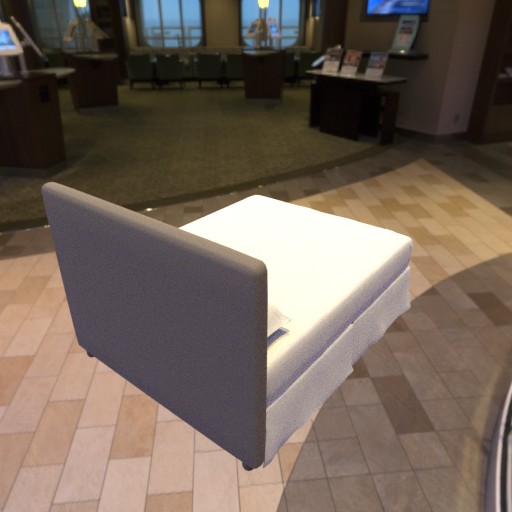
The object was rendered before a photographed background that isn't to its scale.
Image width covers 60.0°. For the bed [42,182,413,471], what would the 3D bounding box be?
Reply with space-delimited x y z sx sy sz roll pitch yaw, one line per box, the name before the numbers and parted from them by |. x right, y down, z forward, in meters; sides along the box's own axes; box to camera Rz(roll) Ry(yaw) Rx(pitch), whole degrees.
bed | 0.000 0.000 3.257 1.748 1.330 2.142 21 34 33
